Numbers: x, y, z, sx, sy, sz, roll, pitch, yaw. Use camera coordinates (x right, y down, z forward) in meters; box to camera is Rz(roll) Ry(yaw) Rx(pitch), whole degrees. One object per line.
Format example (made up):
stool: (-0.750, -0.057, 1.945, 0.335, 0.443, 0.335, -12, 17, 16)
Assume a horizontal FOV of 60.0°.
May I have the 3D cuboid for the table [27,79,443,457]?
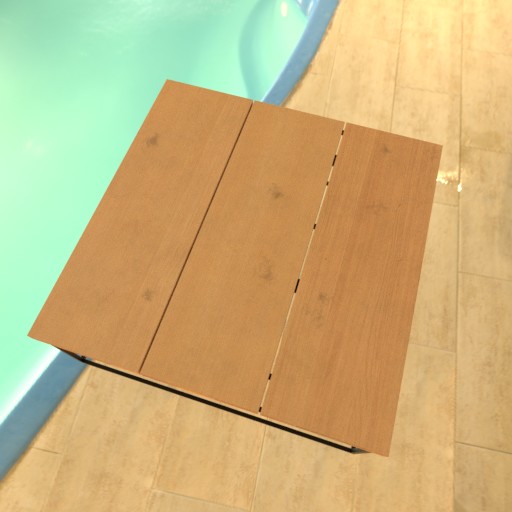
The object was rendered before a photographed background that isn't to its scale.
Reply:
table: (0.000, 0.000, 1.667, 1.100, 0.400, 1.100, 16, 66, 7)
